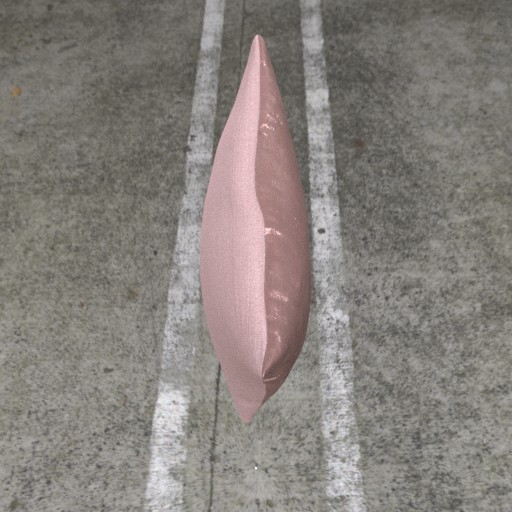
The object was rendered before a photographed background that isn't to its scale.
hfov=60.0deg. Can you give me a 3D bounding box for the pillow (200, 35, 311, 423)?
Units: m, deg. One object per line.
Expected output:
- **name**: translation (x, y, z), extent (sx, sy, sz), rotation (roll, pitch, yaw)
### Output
- **pillow**: translation (0.000, 0.000, 0.716), extent (0.175, 0.464, 0.470), rotation (1, 64, 0)
